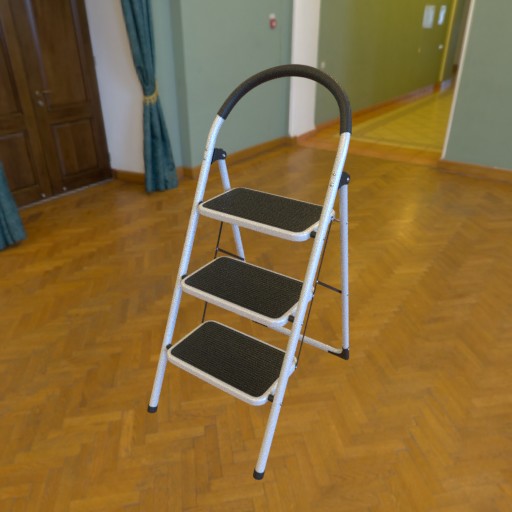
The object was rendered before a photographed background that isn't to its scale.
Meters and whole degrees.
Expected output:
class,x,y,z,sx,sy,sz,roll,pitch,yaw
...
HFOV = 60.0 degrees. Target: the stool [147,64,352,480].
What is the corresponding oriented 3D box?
class,x,y,z,sx,sy,sz,roll,pitch,yaw
stool,0.000,0.000,1.431,0.485,1.109,0.676,18,33,30
